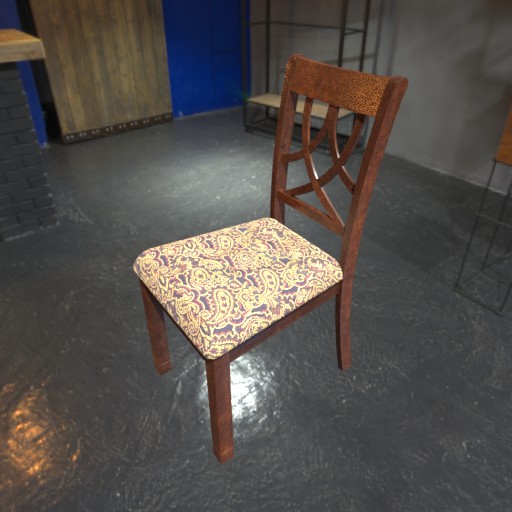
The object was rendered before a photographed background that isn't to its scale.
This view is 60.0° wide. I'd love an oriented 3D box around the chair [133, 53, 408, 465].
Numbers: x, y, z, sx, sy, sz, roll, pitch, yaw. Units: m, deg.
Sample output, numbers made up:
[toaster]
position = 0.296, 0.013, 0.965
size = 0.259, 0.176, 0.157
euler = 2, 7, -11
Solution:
[chair]
position = 0.000, 0.000, 1.264
size = 0.584, 0.965, 0.457
euler = -21, 39, -29
